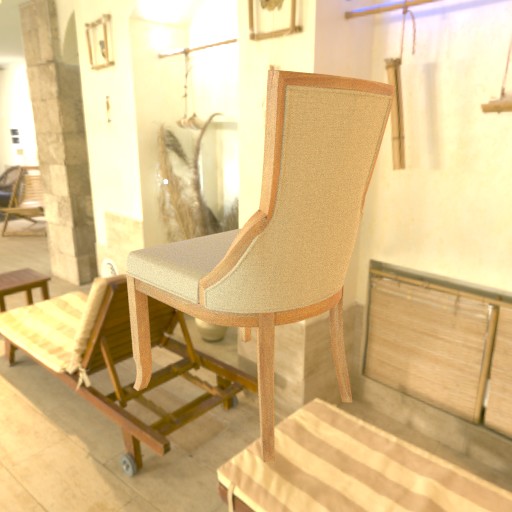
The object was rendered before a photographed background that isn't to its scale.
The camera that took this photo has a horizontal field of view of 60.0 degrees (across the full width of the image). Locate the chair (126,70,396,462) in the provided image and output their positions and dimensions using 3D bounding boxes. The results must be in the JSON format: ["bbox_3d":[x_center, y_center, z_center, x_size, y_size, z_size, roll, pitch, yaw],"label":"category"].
[{"bbox_3d":[0.000,0.000,1.320,0.641,0.947,0.524,15,22,43],"label":"chair"}]
